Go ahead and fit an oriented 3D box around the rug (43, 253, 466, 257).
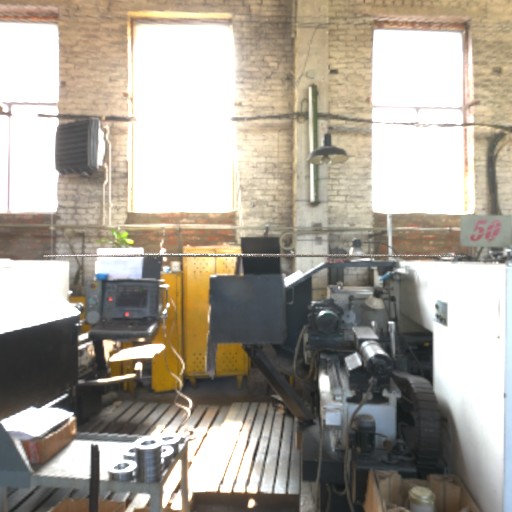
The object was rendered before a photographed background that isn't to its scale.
[{"bbox_3d":[0.000,0.000,2.864,2.214,0.013,1.609,0,0,-37],"label":"rug"}]
